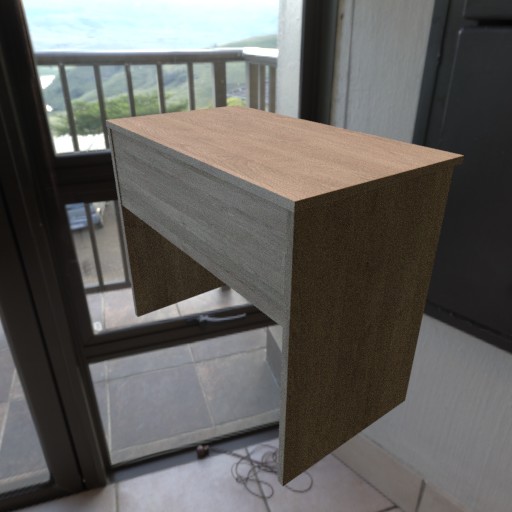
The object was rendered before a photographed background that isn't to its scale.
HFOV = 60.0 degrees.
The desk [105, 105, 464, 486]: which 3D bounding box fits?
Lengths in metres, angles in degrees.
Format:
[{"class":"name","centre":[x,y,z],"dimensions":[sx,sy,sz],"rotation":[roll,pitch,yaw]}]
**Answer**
[{"class":"desk","centre":[0.000,0.000,1.344],"dimensions":[0.498,0.724,0.893],"rotation":[-19,33,-32]}]
